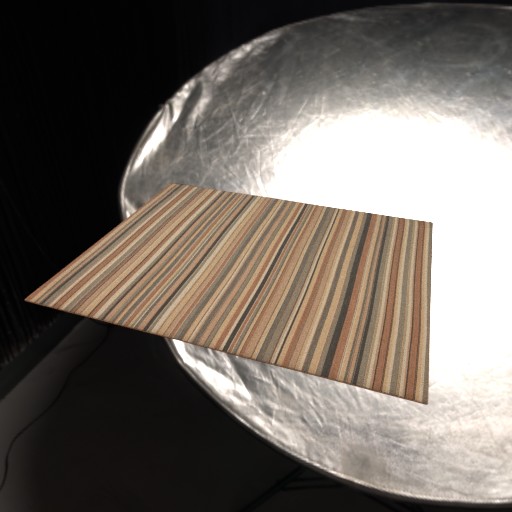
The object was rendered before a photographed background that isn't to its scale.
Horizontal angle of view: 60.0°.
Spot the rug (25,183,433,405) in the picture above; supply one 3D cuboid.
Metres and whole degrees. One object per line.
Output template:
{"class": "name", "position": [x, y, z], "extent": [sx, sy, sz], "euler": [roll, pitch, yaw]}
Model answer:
{"class": "rug", "position": [0.000, 0.000, 4.046], "extent": [3.045, 0.011, 2.436], "euler": [11, 34, 16]}
